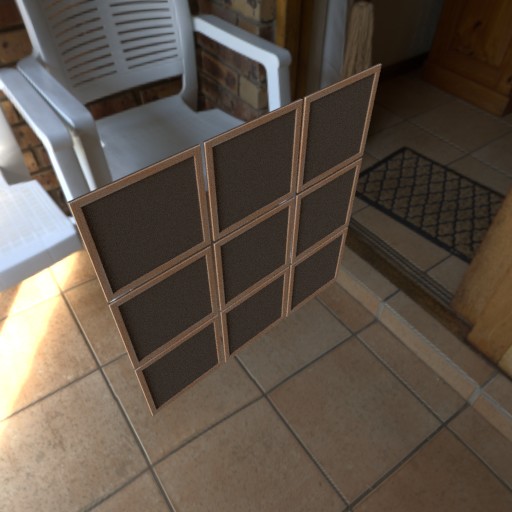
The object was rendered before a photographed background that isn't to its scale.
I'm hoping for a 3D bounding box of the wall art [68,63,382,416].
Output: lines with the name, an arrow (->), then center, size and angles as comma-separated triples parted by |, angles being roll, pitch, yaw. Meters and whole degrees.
wall art -> 0.000, 0.000, 2.251 | 1.520, 1.525, 0.013 | -32, 54, -27
